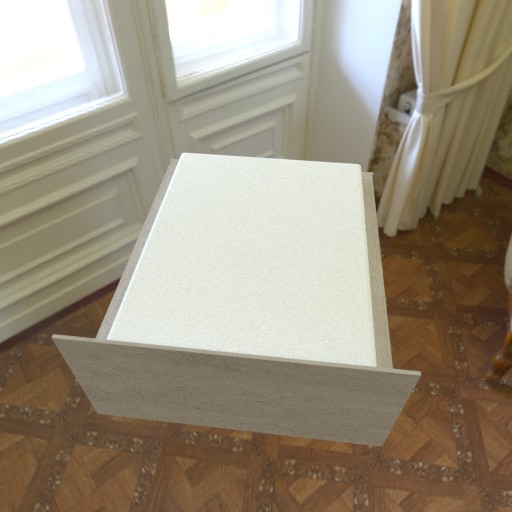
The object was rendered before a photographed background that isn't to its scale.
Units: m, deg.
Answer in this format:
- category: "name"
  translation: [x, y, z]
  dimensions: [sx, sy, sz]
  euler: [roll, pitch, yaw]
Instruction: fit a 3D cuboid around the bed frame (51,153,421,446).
- category: "bed frame"
  translation: [0.000, 0.000, 2.883]
  dimensions: [1.622, 0.800, 1.960]
  euler: [5, 47, 4]
